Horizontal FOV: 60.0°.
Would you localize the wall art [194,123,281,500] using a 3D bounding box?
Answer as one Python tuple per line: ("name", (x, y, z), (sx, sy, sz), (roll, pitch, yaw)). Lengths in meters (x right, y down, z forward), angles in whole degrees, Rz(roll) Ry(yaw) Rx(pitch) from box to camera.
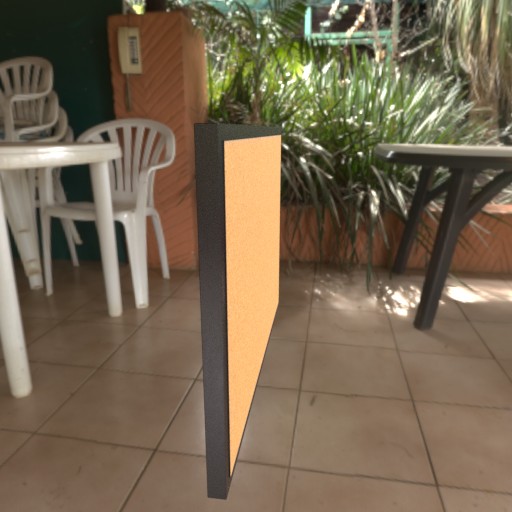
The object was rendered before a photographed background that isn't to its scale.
("wall art", (0.000, 0.000, 0.813), (0.027, 0.458, 0.657), (2, 16, 8))
